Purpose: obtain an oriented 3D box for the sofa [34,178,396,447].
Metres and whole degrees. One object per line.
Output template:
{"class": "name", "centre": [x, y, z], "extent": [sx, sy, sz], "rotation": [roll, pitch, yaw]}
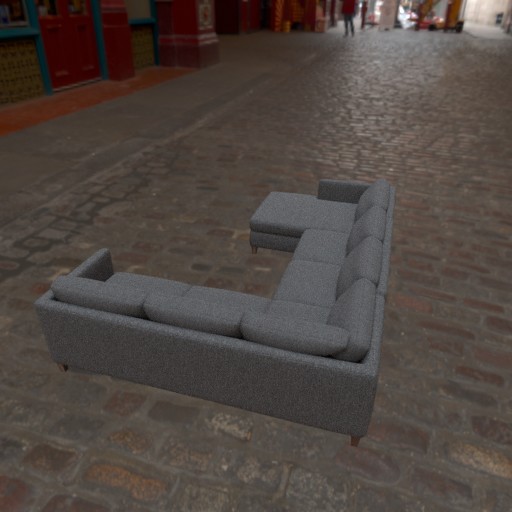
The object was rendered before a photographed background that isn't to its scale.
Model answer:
{"class": "sofa", "centre": [0.000, 0.000, 4.432], "extent": [2.551, 0.853, 3.238], "rotation": [9, 32, 15]}
